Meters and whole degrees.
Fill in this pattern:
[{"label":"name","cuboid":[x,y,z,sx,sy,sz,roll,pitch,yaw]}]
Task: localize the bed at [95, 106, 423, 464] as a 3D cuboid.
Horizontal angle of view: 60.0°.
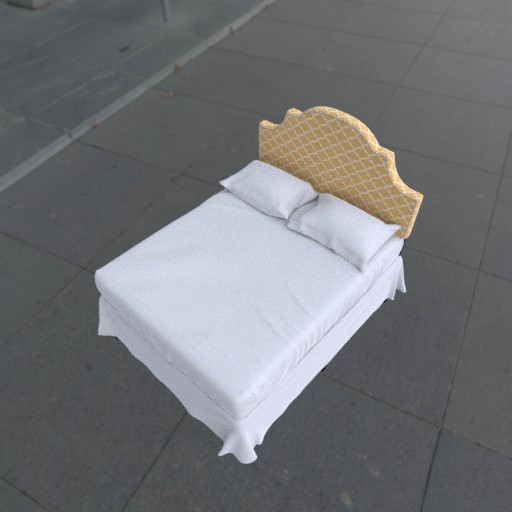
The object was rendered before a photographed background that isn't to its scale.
[{"label":"bed","cuboid":[0.000,0.000,3.433,1.780,1.633,2.222,34,56,28]}]
